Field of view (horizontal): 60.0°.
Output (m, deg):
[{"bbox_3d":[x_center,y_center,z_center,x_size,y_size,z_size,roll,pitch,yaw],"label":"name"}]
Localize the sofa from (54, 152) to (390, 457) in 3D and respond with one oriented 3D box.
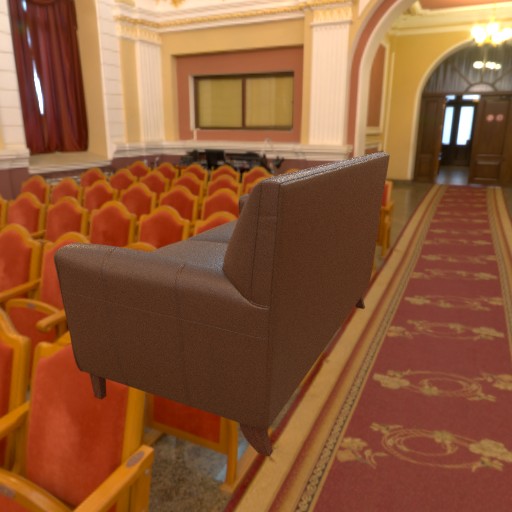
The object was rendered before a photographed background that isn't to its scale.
[{"bbox_3d":[0.000,0.000,1.981,0.853,0.859,1.468,8,18,25],"label":"sofa"}]
